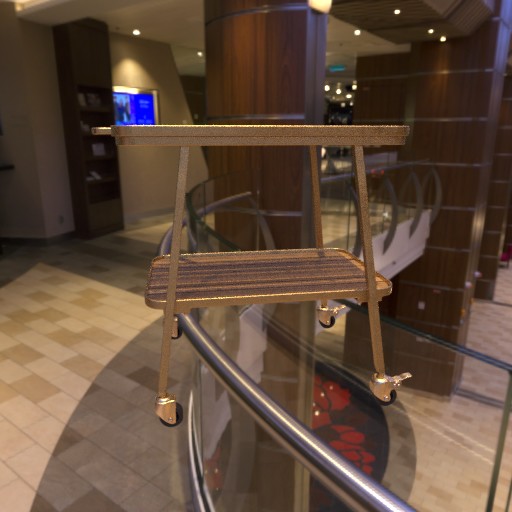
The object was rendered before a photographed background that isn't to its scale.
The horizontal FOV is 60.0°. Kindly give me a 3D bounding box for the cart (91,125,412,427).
[{"bbox_3d":[0.000,0.000,1.251,0.806,0.700,0.524,-3,16,-9],"label":"cart"}]
